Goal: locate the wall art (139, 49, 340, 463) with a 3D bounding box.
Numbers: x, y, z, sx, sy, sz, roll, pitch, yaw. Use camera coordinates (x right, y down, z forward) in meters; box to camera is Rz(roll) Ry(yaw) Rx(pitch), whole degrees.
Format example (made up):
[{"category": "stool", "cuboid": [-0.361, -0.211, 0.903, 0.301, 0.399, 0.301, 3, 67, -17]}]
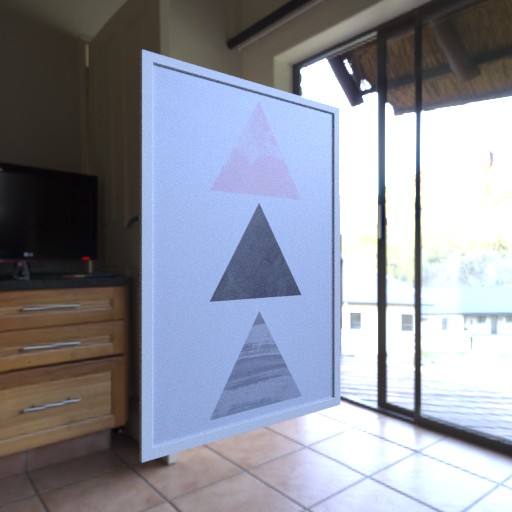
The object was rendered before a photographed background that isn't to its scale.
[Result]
[{"category": "wall art", "cuboid": [0.000, 0.000, 1.210, 0.659, 0.940, 0.013, 0, 0, -37]}]
